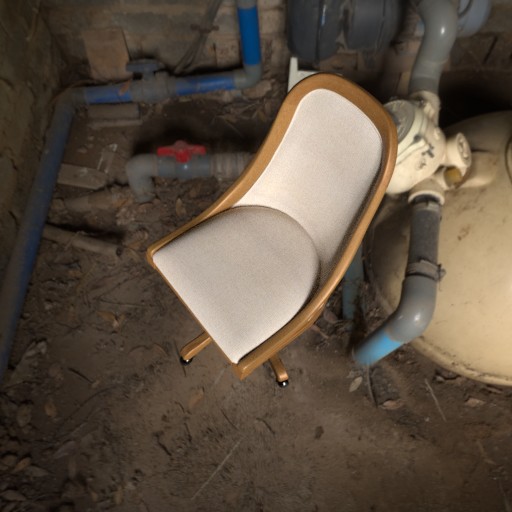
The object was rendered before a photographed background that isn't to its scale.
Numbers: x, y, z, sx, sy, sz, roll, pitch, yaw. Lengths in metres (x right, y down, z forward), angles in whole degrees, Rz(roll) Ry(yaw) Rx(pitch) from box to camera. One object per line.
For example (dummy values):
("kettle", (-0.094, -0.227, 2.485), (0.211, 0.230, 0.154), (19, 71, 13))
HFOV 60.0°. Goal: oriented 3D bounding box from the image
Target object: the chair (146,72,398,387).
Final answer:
("chair", (0.000, 0.000, 1.552), (0.811, 1.009, 0.702), (-36, 68, -17))
